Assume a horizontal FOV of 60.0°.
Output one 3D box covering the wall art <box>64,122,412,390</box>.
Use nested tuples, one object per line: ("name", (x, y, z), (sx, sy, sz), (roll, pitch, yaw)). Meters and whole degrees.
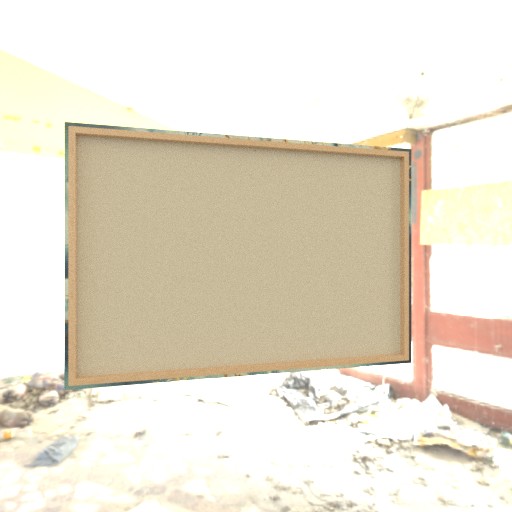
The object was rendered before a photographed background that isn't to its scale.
("wall art", (0.000, 0.000, 1.428), (1.138, 0.759, 0.035), (0, 0, -16))
